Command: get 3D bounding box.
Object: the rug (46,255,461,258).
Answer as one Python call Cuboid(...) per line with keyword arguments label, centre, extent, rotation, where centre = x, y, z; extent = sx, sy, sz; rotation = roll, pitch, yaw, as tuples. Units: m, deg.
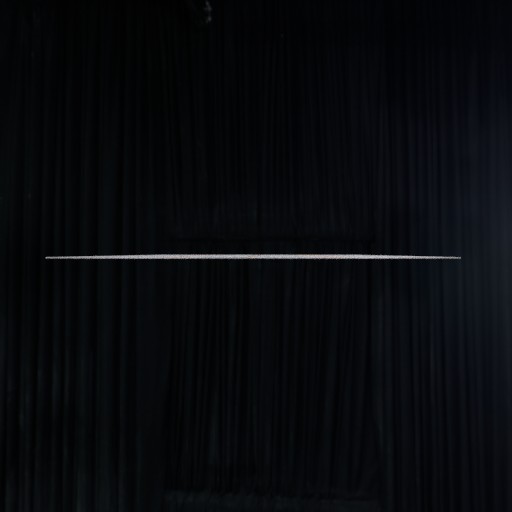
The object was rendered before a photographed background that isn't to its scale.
Cuboid(label="rug", centre=(0.000, 0.000, 4.100), extent=(2.425, 0.008, 3.035), rotation=(0, 0, 1))
